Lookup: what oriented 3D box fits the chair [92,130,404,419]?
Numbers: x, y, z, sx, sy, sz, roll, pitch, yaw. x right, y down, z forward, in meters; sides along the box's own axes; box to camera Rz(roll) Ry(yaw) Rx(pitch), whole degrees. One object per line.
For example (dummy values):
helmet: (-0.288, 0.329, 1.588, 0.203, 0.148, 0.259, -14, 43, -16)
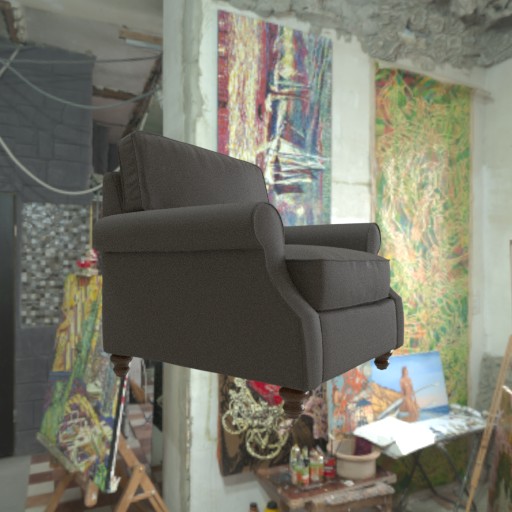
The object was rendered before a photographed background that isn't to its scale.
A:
chair: (0.000, 0.000, 1.833, 0.966, 0.967, 1.029, -1, -1, 36)
